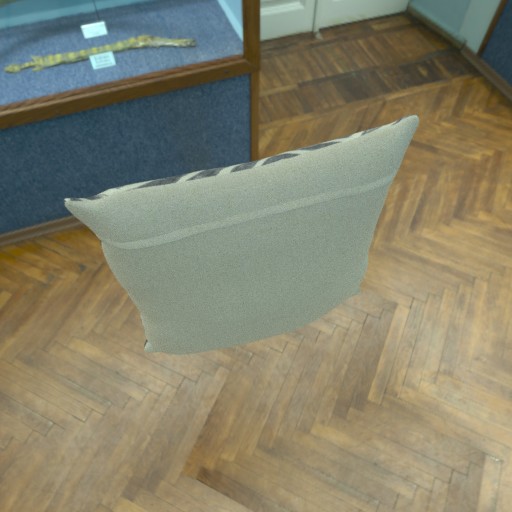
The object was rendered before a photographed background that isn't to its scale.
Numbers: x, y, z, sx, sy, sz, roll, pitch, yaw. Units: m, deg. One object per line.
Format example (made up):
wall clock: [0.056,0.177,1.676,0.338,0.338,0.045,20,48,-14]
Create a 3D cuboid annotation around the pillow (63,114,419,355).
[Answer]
pillow: [0.000,0.000,0.691,0.440,0.441,0.182,-15,58,-10]
